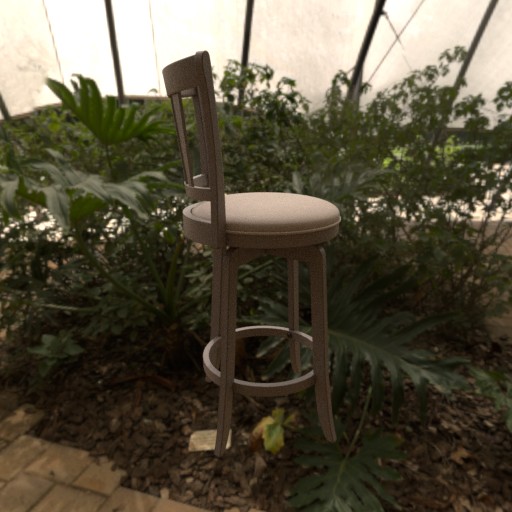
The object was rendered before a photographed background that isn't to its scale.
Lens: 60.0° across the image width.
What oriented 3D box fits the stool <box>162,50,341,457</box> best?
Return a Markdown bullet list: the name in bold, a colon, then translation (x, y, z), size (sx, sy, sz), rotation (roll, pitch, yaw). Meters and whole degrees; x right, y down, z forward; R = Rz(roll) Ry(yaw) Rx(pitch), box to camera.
- **stool**: translation (0.000, 0.000, 1.282), size (0.475, 1.023, 0.436), rotation (-3, 17, -10)
